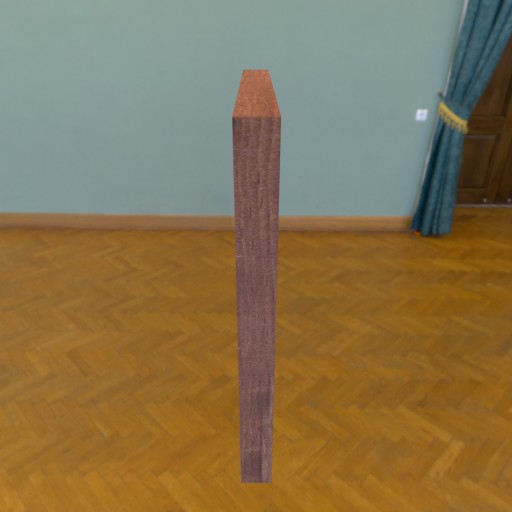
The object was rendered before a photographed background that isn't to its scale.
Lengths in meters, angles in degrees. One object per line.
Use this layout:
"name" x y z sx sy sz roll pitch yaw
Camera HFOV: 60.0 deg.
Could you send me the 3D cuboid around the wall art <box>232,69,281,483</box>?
"wall art" 0.000 0.000 0.622 0.039 0.449 0.377 0 28 0
